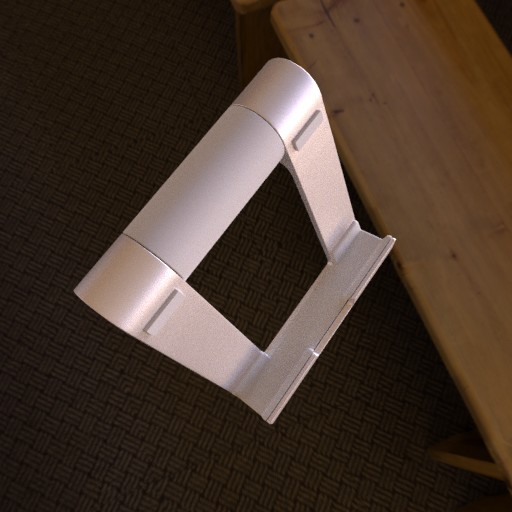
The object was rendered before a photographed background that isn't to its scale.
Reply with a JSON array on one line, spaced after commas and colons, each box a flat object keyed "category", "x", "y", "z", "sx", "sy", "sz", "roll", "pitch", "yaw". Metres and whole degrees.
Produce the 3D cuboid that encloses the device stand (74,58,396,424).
[{"category": "device stand", "x": 0.000, "y": 0.000, "z": 0.154, "sx": 0.079, "sy": 0.084, "sz": 0.086, "roll": 35, "pitch": 78, "yaw": 9}]
